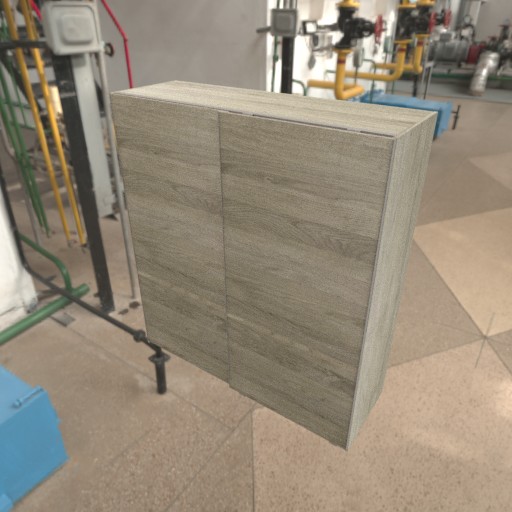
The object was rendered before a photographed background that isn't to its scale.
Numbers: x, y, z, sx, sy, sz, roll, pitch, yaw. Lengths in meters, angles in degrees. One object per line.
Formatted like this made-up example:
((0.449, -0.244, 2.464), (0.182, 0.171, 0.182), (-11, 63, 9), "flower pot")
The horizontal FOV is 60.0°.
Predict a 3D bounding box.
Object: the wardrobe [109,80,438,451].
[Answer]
((0.000, 0.000, 2.917), (1.780, 1.960, 0.629), (19, 35, 30), "wardrobe")
